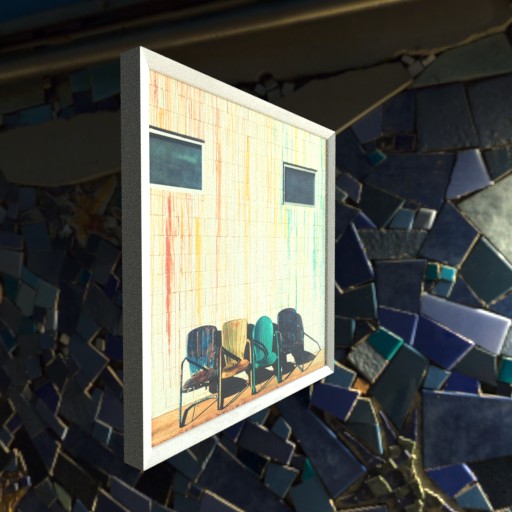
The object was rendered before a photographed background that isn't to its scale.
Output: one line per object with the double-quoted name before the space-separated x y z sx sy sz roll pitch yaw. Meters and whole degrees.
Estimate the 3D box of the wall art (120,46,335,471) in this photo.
"wall art" 0.000 0.000 0.743 0.037 0.508 0.508 1 2 37
